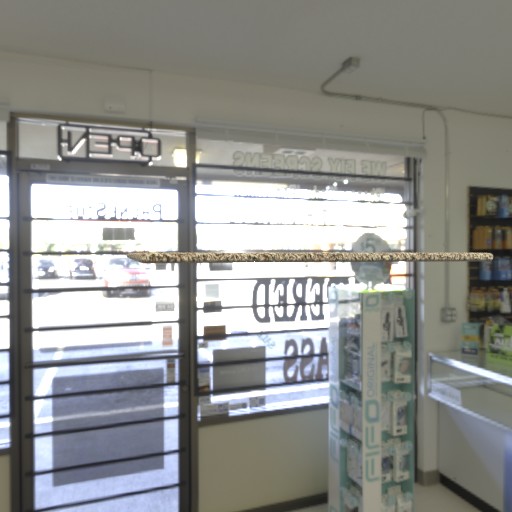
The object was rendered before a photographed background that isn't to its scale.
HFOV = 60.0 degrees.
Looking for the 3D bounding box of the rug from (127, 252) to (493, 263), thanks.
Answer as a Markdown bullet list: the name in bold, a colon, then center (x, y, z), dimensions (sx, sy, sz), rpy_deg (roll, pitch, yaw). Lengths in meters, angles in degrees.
- **rug**: center (0.000, 0.000, 2.236), dimensions (1.219, 0.030, 1.778), rpy_deg (0, 0, -17)
